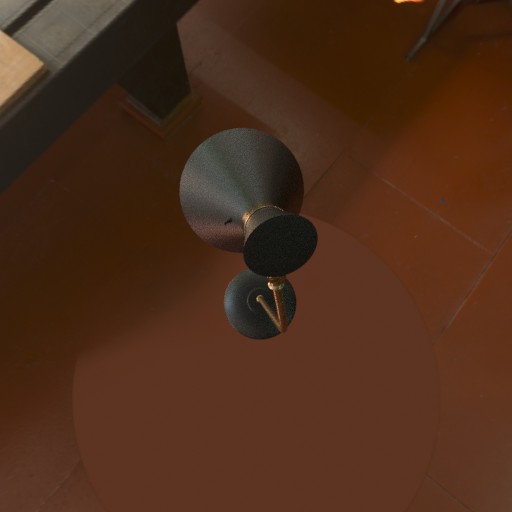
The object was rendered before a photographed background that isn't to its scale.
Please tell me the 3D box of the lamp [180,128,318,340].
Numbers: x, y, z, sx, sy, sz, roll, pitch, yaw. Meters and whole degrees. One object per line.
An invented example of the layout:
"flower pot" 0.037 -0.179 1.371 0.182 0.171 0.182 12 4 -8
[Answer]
"lamp" 0.000 0.000 0.774 0.189 0.647 0.292 -16 75 -4
